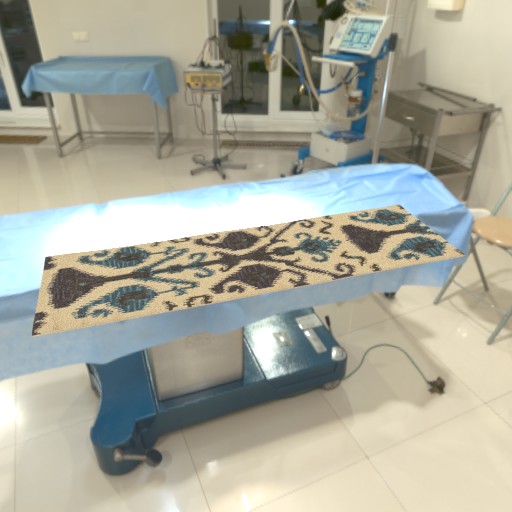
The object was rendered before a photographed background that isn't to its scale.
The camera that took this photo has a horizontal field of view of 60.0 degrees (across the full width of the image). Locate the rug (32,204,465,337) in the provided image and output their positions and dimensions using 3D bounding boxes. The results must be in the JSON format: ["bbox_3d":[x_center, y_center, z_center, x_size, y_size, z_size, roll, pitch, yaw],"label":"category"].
[{"bbox_3d":[0.000,0.000,2.528,2.301,0.017,0.692,-9,34,-14],"label":"rug"}]
